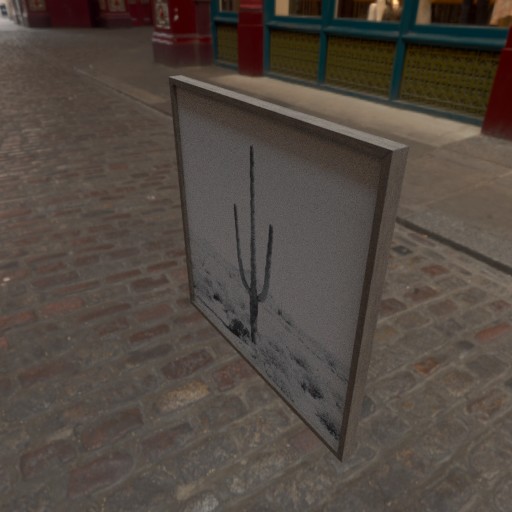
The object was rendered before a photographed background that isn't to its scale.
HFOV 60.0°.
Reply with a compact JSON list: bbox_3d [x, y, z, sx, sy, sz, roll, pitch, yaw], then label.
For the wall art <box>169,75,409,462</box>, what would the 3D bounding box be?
[{"bbox_3d":[0.000,0.000,1.134,0.038,0.762,0.762,-20,37,-29],"label":"wall art"}]
